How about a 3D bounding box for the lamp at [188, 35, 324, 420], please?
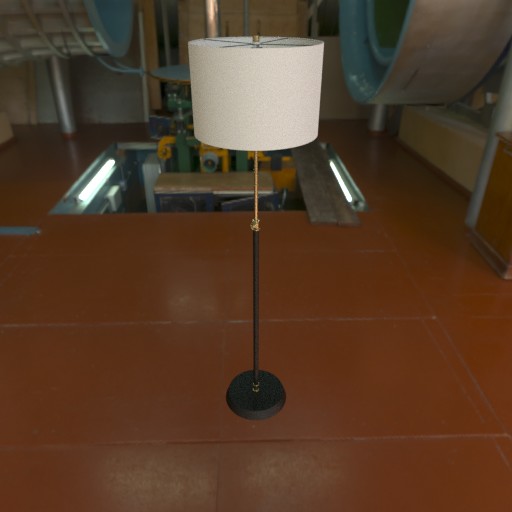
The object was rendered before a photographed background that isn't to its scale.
[{"bbox_3d":[0.000,0.000,1.701,0.404,1.517,0.404,18,35,28],"label":"lamp"}]
